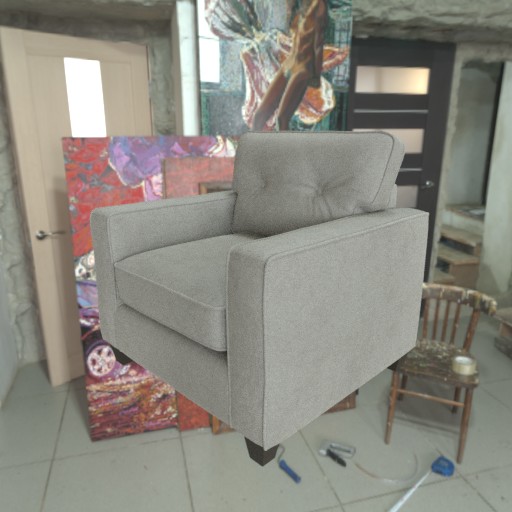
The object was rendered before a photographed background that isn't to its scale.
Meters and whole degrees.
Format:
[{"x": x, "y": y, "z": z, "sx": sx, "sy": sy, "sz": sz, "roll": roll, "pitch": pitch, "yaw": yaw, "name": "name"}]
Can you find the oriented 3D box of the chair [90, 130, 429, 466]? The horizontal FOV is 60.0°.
[{"x": 0.000, "y": 0.000, "z": 1.774, "sx": 0.939, "sy": 0.965, "sz": 1.015, "roll": -15, "pitch": 22, "yaw": -43, "name": "chair"}]
